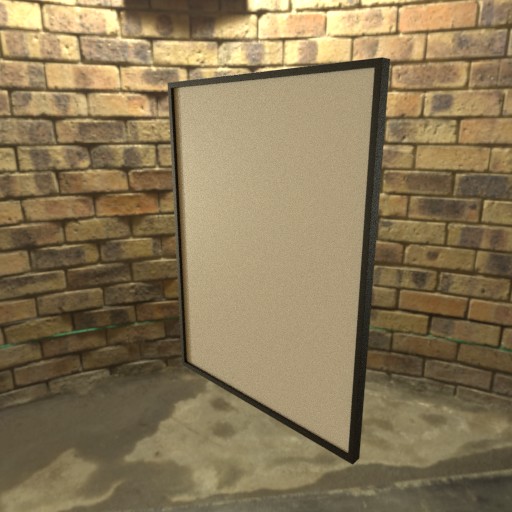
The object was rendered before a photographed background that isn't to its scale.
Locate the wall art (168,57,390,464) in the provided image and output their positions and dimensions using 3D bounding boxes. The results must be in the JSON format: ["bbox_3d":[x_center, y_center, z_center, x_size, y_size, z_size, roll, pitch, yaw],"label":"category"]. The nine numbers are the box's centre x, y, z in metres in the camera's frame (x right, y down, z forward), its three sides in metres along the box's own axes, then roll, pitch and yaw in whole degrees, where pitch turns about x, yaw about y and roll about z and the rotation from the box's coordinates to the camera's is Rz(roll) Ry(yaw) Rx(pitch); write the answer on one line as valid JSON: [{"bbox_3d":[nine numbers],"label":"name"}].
[{"bbox_3d":[0.000,0.000,1.395,0.802,1.070,0.036,15,22,42],"label":"wall art"}]
